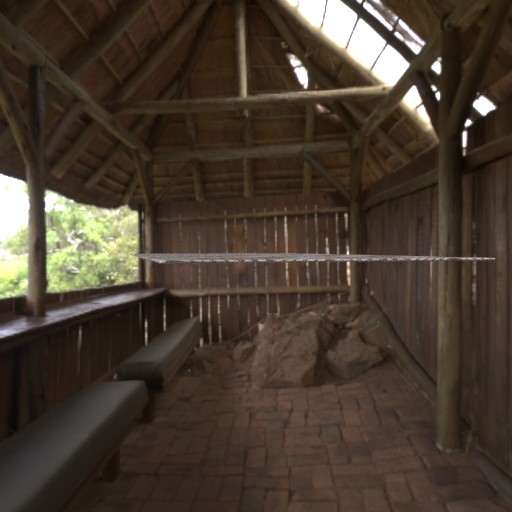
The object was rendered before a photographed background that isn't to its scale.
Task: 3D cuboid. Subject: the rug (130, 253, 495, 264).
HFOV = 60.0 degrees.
[{"bbox_3d":[0.000,0.000,2.951,1.517,0.011,2.435,0,1,-18],"label":"rug"}]
